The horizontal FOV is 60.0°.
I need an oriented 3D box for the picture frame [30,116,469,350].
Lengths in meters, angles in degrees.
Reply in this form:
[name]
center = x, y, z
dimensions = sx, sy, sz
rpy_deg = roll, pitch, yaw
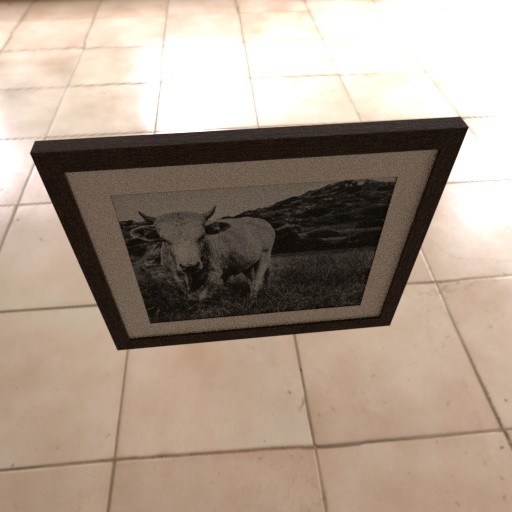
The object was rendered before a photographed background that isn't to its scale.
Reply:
[picture frame]
center = 0.000, 0.000, 0.725
dimensions = 0.546, 0.455, 0.026
rpy_deg = -4, 48, -4
